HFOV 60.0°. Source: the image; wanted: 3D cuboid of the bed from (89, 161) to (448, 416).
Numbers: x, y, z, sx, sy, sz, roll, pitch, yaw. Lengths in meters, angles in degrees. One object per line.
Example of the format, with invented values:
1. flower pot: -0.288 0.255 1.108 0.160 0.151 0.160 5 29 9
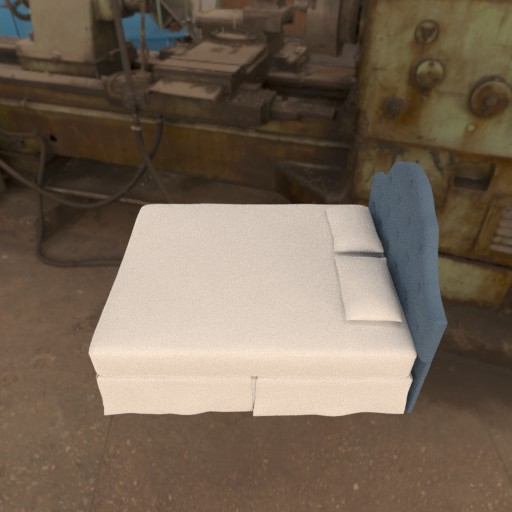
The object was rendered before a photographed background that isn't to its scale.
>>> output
1. bed: 0.000 0.000 3.762 2.477 1.617 2.039 0 40 0
